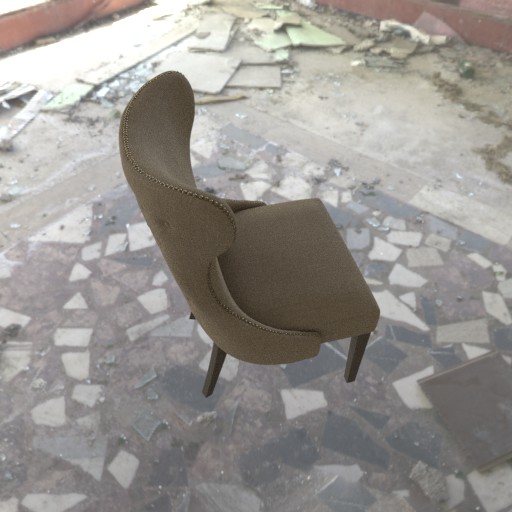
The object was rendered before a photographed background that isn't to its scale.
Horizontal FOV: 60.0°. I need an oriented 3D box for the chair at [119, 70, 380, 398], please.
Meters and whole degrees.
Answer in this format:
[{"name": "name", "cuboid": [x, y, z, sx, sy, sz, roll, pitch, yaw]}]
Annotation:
[{"name": "chair", "cuboid": [0.000, 0.000, 1.376, 0.635, 0.967, 0.628, -10, 48, -10]}]
